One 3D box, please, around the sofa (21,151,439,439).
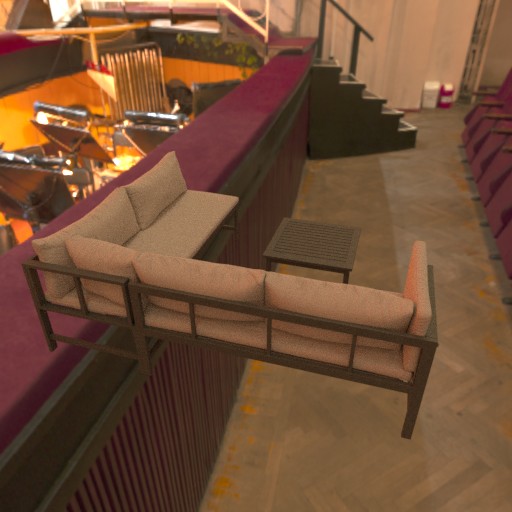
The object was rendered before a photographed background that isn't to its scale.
[{"bbox_3d":[0.000,0.000,2.891,2.096,0.758,1.658,9,32,14],"label":"sofa"}]
